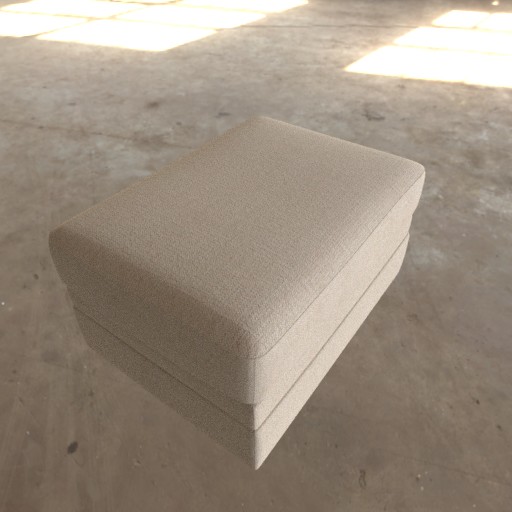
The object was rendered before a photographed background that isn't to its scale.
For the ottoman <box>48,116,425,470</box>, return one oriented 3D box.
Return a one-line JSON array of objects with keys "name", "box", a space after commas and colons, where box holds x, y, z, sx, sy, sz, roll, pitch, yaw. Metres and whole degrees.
[{"name": "ottoman", "box": [0.000, 0.000, 1.275, 0.637, 0.478, 0.885, 26, 47, 26]}]
